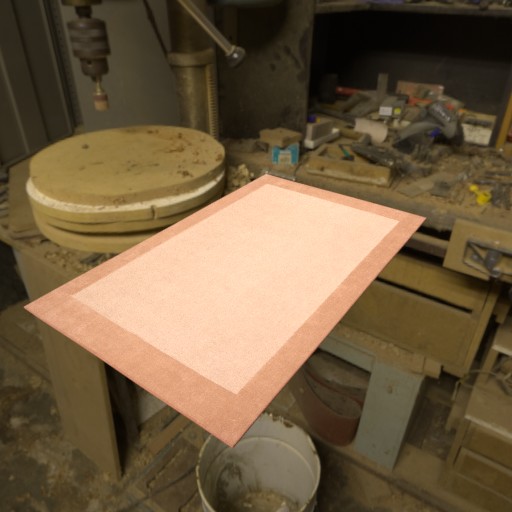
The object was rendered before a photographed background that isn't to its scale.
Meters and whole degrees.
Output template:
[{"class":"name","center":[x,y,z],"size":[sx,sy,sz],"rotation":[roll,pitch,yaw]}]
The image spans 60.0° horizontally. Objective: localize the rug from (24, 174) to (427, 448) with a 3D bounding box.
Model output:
[{"class":"rug","center":[0.000,0.000,2.991],"size":[1.524,0.014,2.438],"rotation":[21,38,29]}]
